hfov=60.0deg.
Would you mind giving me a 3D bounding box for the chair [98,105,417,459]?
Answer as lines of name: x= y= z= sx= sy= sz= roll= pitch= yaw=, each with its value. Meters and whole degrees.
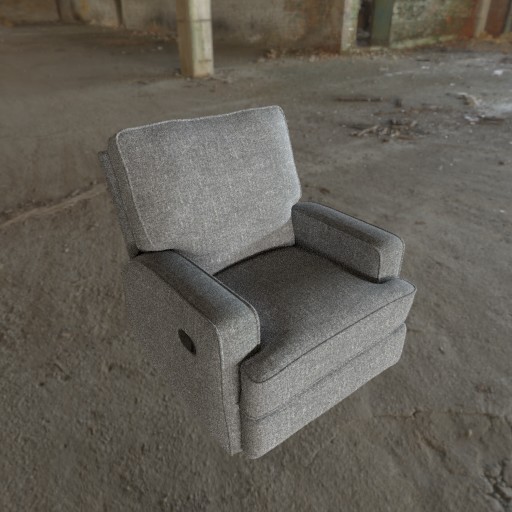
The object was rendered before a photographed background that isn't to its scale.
chair: x=0.000 y=0.000 z=1.684 sx=0.861 sy=0.962 sz=0.964 roll=-22 pitch=37 yaw=-32
